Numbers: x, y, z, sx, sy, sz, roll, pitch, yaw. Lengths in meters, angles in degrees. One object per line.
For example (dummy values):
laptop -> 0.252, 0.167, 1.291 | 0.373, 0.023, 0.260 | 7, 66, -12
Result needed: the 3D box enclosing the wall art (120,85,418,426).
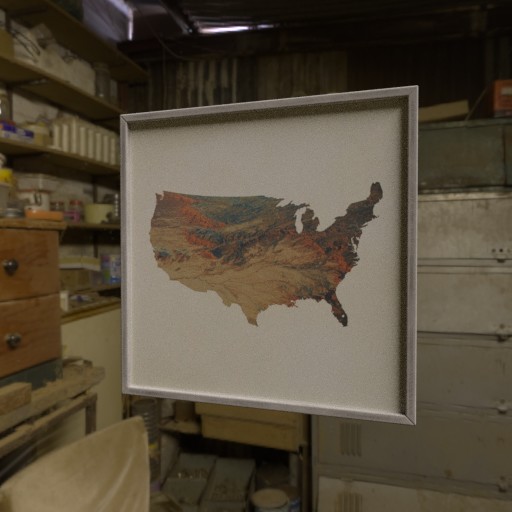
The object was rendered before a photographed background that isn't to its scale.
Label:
wall art -> 0.000, 0.000, 0.444 | 0.303, 0.303, 0.015 | 0, 1, 17
